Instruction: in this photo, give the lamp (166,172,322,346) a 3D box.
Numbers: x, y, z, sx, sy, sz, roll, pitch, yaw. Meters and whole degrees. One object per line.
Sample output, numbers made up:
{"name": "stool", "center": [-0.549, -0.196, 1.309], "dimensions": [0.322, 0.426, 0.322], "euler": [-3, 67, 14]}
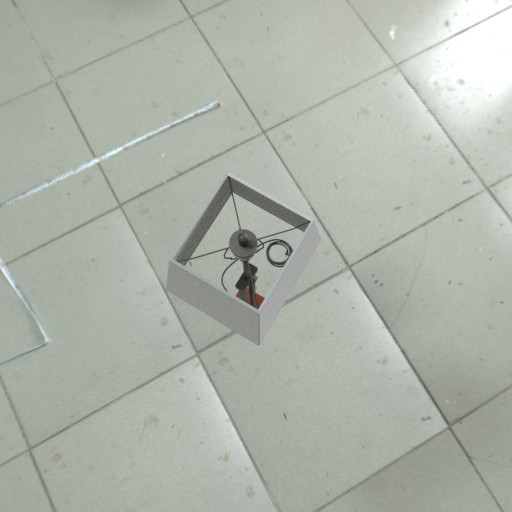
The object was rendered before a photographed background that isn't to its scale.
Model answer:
{"name": "lamp", "center": [0.000, 0.000, 2.065], "dimensions": [0.472, 1.712, 0.745], "euler": [30, 78, 7]}
